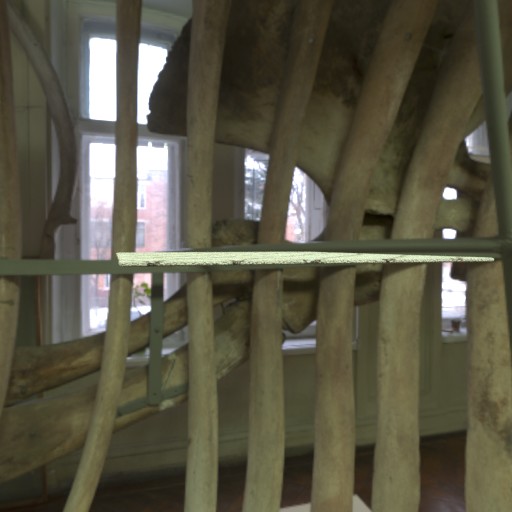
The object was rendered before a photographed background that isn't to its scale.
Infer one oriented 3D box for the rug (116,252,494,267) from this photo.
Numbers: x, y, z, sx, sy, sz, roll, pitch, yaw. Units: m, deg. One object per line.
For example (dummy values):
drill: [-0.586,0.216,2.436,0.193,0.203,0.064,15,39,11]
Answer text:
rug: [0.000,0.000,4.074,2.438,0.029,3.047,0,1,-18]
